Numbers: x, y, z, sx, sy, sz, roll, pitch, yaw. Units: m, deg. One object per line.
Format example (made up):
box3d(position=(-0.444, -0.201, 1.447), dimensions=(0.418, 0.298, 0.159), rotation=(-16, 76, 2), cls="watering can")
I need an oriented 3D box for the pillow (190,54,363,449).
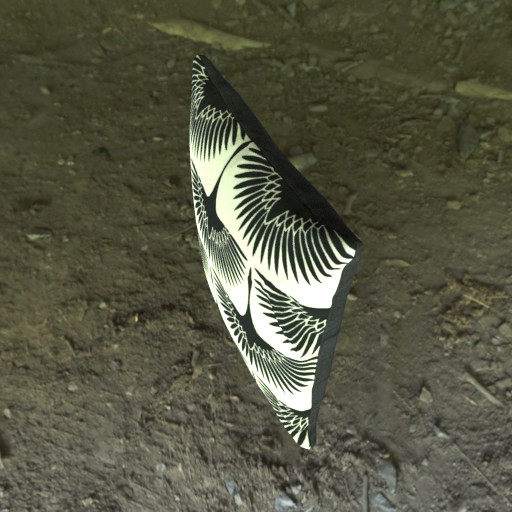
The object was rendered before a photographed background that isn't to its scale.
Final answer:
box3d(position=(0.000, 0.000, 0.655), dimensions=(0.139, 0.432, 0.432), rotation=(-17, 48, -16), cls="pillow")
